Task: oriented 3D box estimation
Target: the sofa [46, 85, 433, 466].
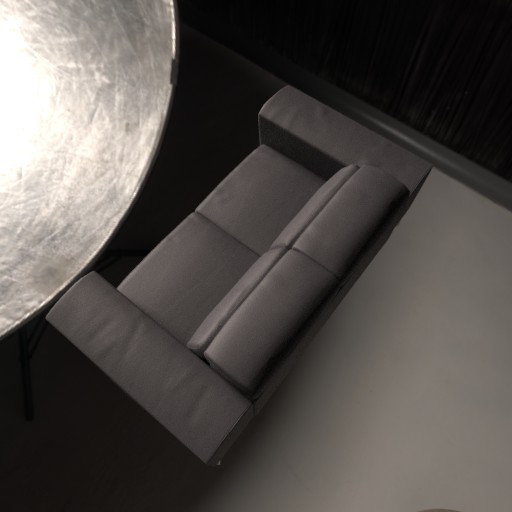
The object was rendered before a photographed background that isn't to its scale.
[{"bbox_3d":[0.000,0.000,2.408,1.003,0.779,1.895,35,69,16],"label":"sofa"}]
